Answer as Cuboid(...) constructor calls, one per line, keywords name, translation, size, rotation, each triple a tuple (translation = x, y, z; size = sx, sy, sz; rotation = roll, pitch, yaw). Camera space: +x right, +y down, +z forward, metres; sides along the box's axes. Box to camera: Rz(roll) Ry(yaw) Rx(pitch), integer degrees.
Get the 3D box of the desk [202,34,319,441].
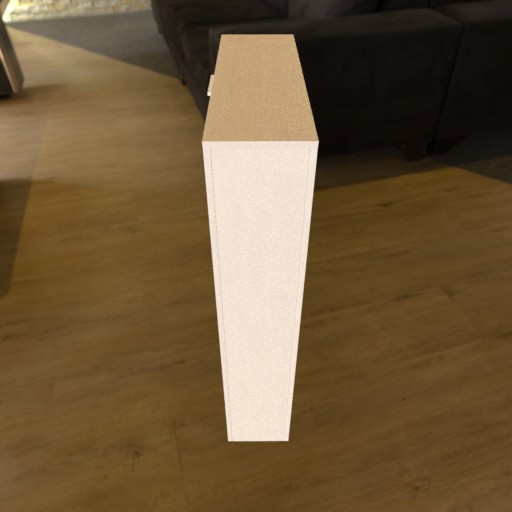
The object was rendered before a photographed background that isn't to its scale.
Cuboid(name="desk", translation=(0.000, 0.000, 1.600), size=(0.250, 1.280, 0.750), rotation=(0, 41, 0))
